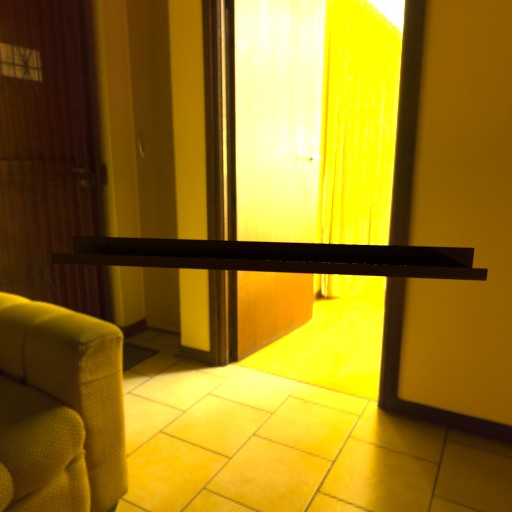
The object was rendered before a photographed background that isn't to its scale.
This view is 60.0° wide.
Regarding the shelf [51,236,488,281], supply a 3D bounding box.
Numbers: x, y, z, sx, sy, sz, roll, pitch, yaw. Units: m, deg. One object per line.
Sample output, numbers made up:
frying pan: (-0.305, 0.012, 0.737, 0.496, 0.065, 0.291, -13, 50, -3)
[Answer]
shelf: (0.000, 0.000, 0.973, 0.924, 0.049, 0.092, 2, 13, 9)
